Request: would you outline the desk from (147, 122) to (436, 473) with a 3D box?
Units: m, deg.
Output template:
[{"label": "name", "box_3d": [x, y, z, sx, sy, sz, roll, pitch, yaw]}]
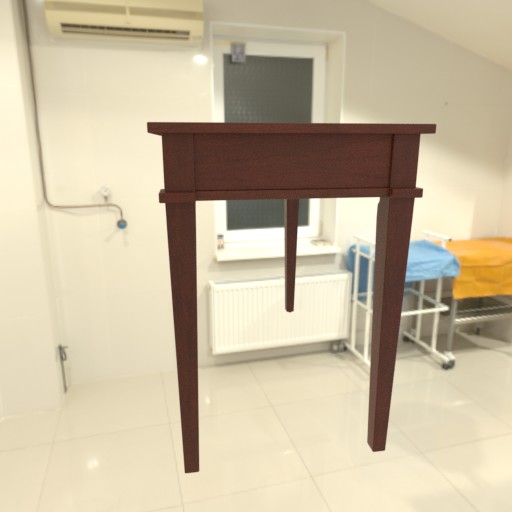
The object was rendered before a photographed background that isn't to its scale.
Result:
[{"label": "desk", "box_3d": [0.000, 0.000, 1.390, 0.549, 0.762, 1.001, -2, 15, -9]}]
